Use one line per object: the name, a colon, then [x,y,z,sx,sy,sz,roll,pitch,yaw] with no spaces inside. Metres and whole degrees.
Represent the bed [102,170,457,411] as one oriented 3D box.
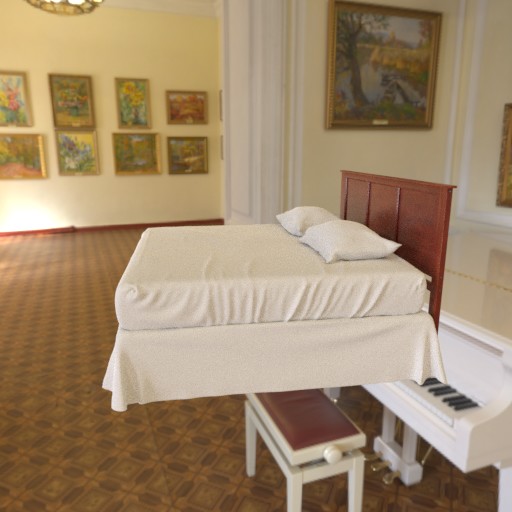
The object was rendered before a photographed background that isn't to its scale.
bed: [0.000,0.000,3.634,2.219,1.271,2.314,-2,14,-8]
